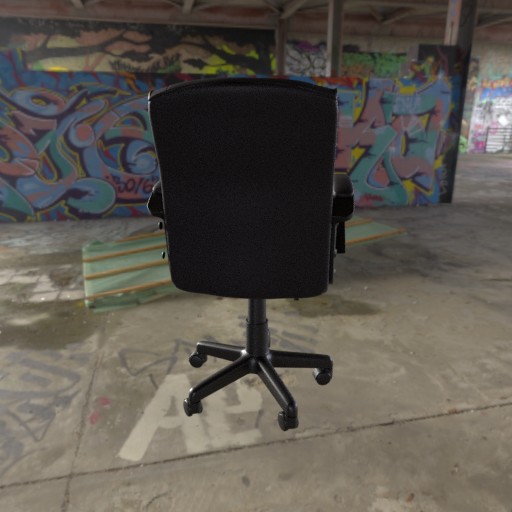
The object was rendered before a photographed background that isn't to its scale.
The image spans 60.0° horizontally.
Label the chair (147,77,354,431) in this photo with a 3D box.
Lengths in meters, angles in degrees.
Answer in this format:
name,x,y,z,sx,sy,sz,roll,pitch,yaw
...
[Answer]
name,x,y,z,sx,sy,sz,roll,pitch,yaw
chair,0.000,0.000,1.395,0.576,0.998,0.641,2,17,7
